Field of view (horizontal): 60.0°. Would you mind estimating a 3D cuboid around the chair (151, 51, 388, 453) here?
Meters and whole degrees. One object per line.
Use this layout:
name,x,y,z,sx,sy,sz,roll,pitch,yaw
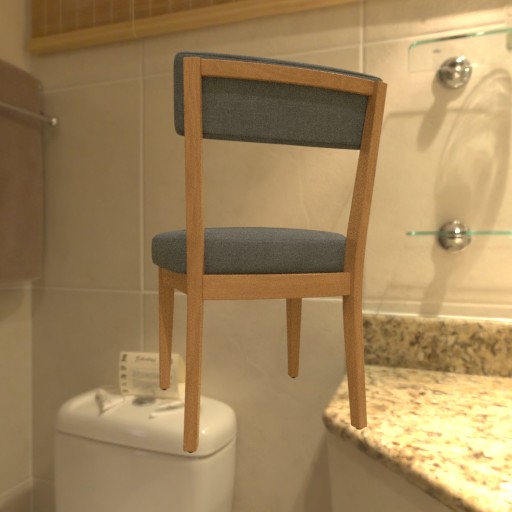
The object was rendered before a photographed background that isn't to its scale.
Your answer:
chair,0.000,0.000,1.177,0.508,0.832,0.572,0,1,-17
